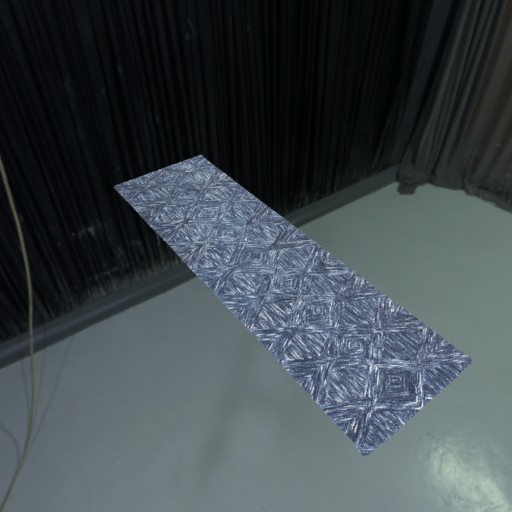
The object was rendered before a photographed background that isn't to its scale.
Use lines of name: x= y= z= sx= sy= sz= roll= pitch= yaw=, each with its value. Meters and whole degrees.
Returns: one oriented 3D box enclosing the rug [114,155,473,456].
rug: x=0.000 y=0.000 z=2.509 sx=0.719 sy=0.013 sz=2.306 roll=-27 pitch=49 yaw=-27
